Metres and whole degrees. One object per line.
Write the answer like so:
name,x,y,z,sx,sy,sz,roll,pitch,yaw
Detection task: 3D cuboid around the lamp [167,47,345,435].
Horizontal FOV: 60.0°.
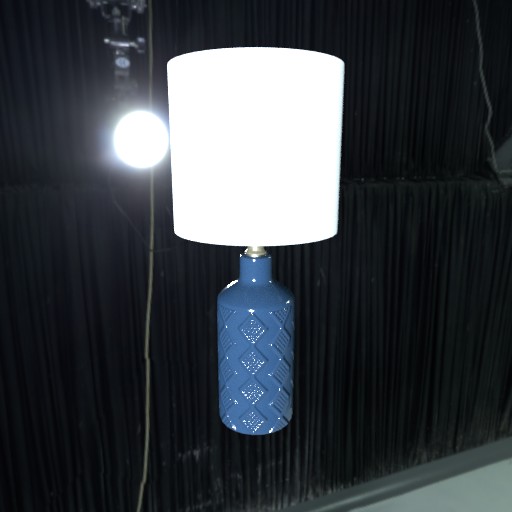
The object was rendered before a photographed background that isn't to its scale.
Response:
lamp,0.000,0.000,0.579,0.207,0.461,0.207,-6,15,-26
